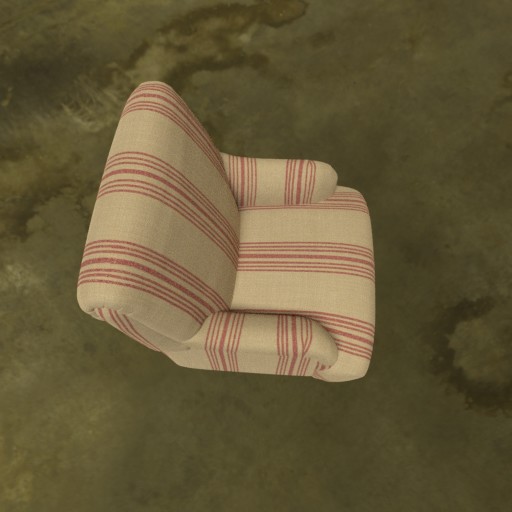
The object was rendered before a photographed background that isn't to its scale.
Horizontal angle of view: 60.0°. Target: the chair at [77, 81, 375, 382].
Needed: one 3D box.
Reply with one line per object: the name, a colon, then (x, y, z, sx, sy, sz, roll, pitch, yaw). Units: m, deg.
chair: (0.000, 0.000, 1.896, 1.058, 1.123, 0.933, 4, 65, 2)
